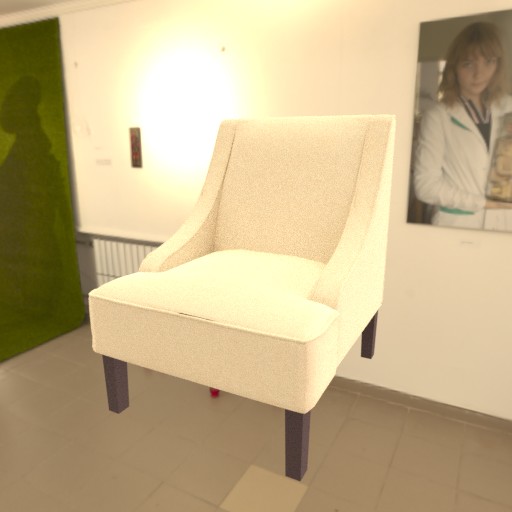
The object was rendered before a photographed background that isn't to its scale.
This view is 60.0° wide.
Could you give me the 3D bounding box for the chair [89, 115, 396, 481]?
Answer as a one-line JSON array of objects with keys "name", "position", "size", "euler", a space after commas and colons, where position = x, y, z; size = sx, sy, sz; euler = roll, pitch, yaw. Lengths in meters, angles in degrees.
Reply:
[{"name": "chair", "position": [0.000, 0.000, 1.423], "size": [0.689, 0.886, 0.806], "euler": [8, 16, 27]}]
